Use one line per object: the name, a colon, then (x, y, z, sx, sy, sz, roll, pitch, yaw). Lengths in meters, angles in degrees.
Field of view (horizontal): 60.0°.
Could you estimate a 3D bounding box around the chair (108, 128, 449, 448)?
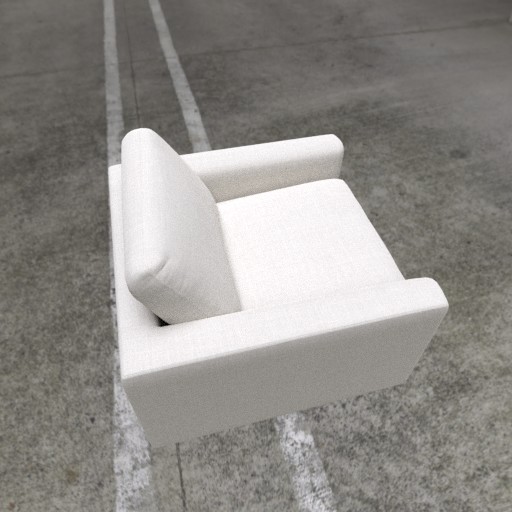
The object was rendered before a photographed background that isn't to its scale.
chair: (0.000, 0.000, 1.849, 1.100, 0.876, 1.070, -11, 49, -10)
